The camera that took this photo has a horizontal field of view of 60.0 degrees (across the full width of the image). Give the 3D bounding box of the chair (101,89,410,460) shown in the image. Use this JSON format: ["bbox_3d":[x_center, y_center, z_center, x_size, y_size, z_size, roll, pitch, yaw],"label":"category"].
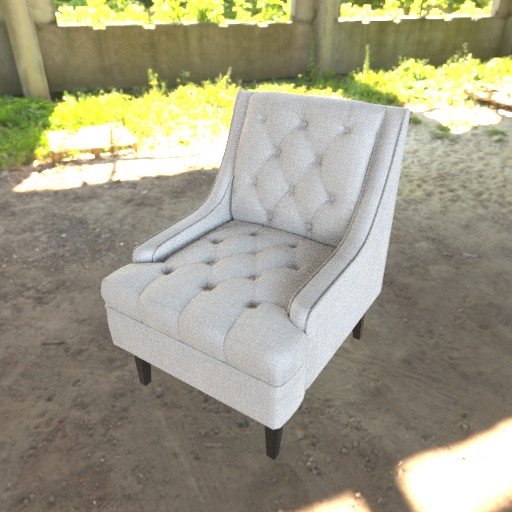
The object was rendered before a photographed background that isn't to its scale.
[{"bbox_3d":[0.000,0.000,1.427,0.658,0.891,0.772,18,34,29],"label":"chair"}]
